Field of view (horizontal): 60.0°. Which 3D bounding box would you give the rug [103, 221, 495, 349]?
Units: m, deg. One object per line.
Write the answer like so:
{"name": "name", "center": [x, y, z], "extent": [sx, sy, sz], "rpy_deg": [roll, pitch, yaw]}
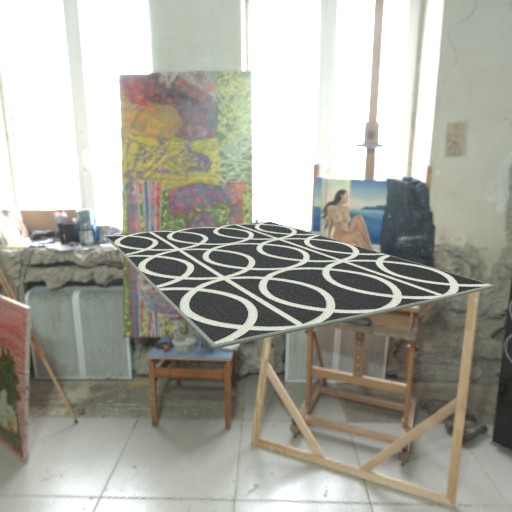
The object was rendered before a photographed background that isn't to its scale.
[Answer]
{"name": "rug", "center": [0.000, 0.000, 2.853], "extent": [1.526, 0.014, 2.290], "rpy_deg": [-7, 15, -27]}
